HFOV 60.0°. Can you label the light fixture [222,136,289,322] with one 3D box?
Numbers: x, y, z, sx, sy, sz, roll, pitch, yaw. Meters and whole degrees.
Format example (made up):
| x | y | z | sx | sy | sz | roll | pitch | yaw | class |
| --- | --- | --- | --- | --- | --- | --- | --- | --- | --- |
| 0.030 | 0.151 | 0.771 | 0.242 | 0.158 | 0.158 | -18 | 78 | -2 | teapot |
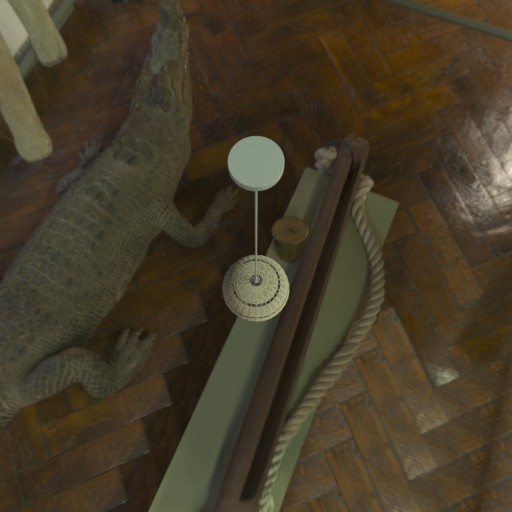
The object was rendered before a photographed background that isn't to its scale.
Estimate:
| x | y | z | sx | sy | sz | roll | pitch | yaw | class |
| --- | --- | --- | --- | --- | --- | --- | --- | --- | --- |
| 0.000 | 0.000 | 2.272 | 0.457 | 2.019 | 0.457 | 22 | 75 | 6 | light fixture |
